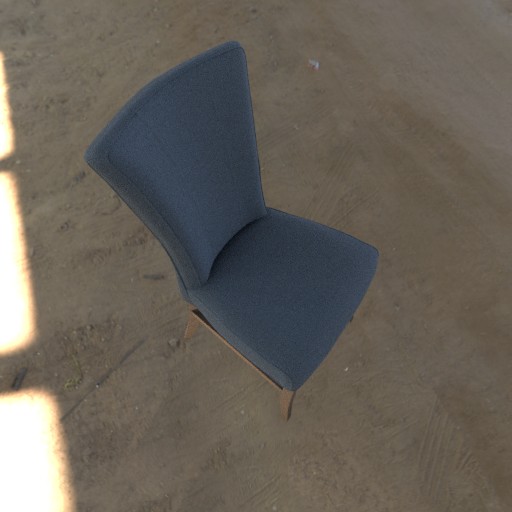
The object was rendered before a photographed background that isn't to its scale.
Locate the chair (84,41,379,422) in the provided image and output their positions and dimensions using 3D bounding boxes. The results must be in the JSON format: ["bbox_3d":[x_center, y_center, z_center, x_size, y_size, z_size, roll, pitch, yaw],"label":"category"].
[{"bbox_3d":[0.000,0.000,1.356,0.660,0.991,0.520,31,62,18],"label":"chair"}]
